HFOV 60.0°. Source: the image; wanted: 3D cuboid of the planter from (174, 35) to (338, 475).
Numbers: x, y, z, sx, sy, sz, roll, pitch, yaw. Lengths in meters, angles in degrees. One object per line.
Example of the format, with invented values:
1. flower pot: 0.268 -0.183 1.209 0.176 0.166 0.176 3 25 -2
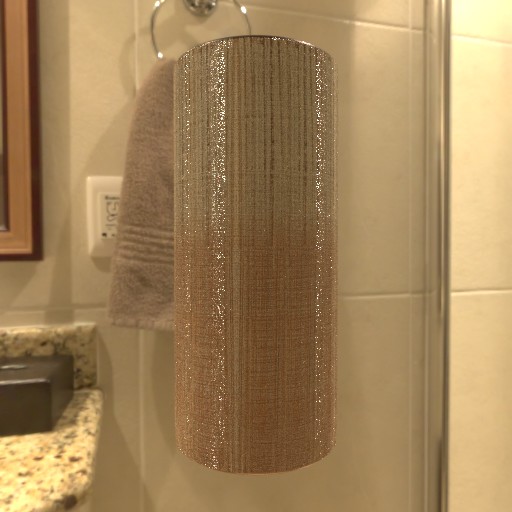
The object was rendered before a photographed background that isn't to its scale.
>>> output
1. planter: 0.000 0.000 0.275 0.100 0.227 0.100 1 1 37
